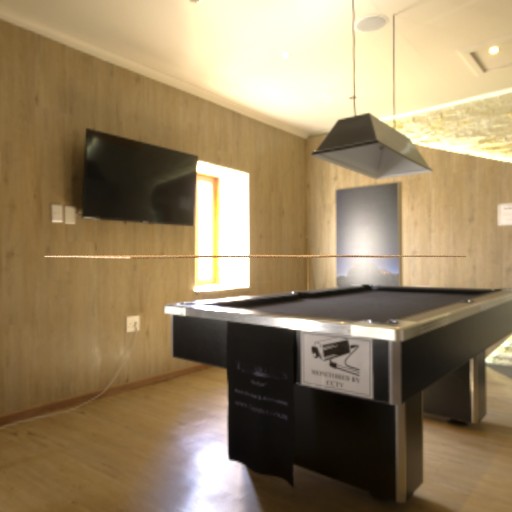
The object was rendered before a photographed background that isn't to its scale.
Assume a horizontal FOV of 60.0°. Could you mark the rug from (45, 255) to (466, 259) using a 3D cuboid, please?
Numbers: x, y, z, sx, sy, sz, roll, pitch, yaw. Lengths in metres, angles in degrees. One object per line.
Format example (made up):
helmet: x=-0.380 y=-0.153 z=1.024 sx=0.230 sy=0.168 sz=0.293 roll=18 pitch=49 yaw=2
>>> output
rug: x=0.000 y=0.000 z=2.727 sx=2.135 sy=0.013 sz=1.524 roll=0 pitch=0 yaw=-36
